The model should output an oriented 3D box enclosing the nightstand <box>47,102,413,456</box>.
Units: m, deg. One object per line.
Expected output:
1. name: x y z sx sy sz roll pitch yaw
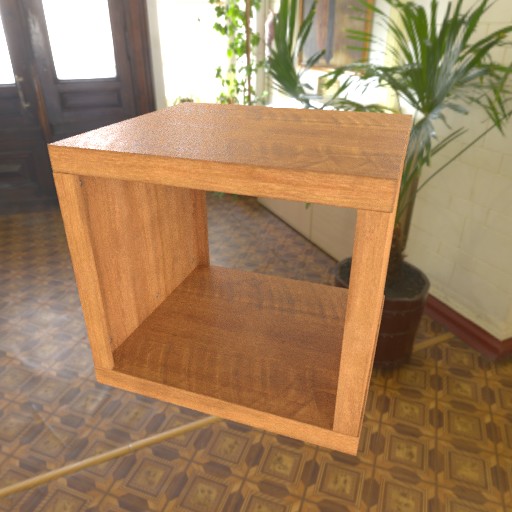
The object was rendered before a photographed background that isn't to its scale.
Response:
1. nightstand: 0.000 0.000 0.863 0.493 0.491 0.436 9 29 17
